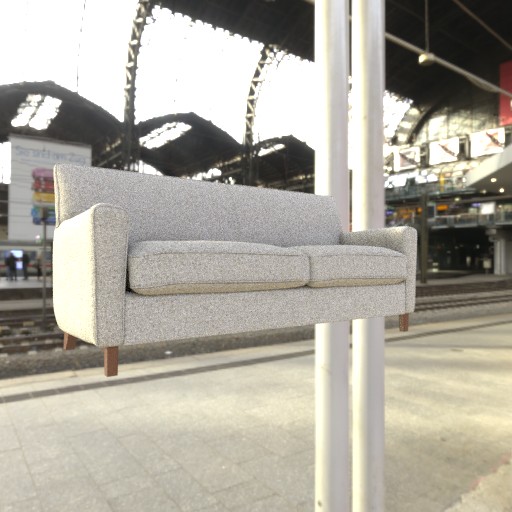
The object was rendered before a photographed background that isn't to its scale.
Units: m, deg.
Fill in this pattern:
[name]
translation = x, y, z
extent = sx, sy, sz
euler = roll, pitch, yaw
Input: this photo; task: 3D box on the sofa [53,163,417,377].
[sofa]
translation = 0.000, 0.000, 2.517
extent = 2.026, 0.942, 0.854
euler = 1, -1, -36
